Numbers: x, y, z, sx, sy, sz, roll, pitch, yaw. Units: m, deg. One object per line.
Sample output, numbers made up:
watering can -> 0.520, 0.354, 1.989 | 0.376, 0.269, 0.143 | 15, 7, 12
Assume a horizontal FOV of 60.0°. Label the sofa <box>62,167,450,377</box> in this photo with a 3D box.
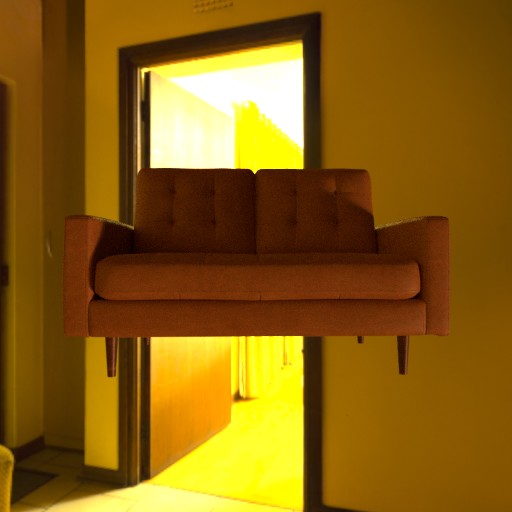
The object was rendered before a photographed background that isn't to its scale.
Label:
sofa -> 0.000, 0.000, 1.993 | 1.430, 0.898, 0.868 | 0, 0, -2
